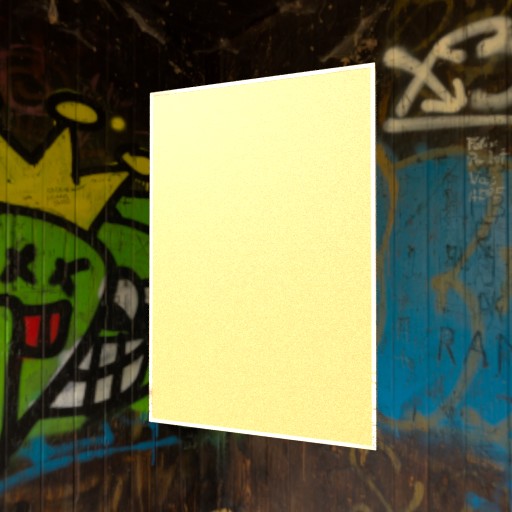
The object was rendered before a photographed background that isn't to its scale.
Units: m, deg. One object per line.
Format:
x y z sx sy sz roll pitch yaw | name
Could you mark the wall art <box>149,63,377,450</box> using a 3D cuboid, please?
0.000 0.000 0.970 0.508 0.764 0.038 0 -1 18 | wall art
